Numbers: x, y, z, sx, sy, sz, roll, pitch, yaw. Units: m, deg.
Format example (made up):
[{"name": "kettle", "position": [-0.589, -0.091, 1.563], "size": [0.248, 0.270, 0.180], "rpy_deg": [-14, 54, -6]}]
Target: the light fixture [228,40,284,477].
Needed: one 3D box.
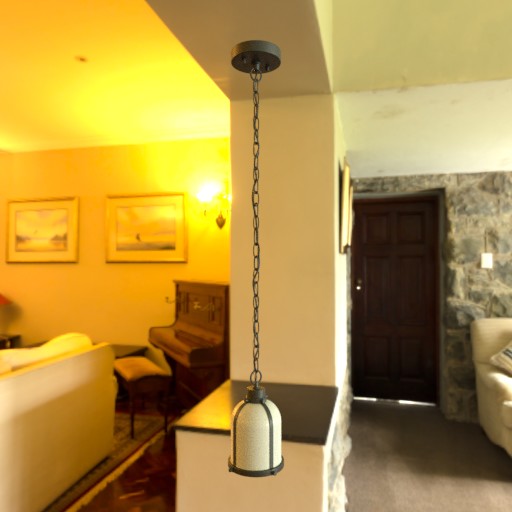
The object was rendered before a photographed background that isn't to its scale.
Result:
[{"name": "light fixture", "position": [0.000, 0.000, 1.271], "size": [0.178, 1.181, 0.178], "rpy_deg": [1, -2, -36]}]
